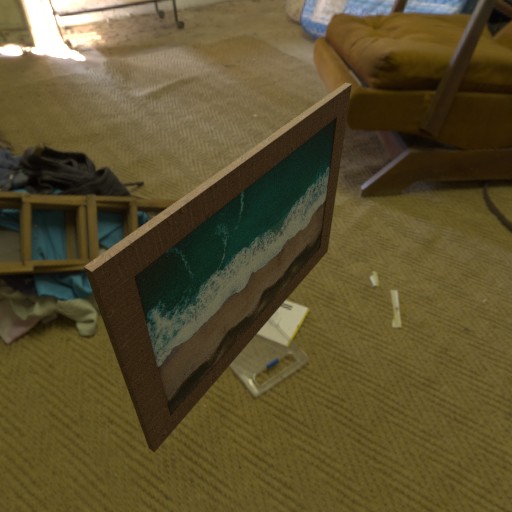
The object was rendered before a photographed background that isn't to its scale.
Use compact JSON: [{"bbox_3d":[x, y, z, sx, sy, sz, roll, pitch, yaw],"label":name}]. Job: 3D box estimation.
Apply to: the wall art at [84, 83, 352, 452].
[{"bbox_3d":[0.000,0.000,1.176,0.019,0.626,0.917,25,48,25],"label":"wall art"}]
